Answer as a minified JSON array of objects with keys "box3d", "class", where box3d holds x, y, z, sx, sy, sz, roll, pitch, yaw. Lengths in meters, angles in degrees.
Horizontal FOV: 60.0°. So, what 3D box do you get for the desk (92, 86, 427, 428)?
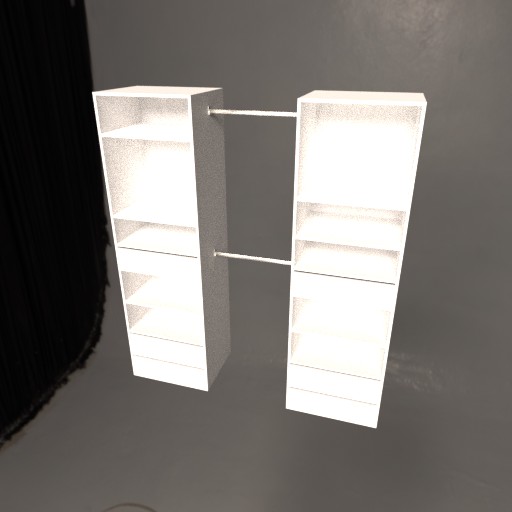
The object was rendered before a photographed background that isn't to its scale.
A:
[{"box3d":[0.000,0.000,2.882,1.770,2.000,0.480,7,26,15],"class":"desk"}]
